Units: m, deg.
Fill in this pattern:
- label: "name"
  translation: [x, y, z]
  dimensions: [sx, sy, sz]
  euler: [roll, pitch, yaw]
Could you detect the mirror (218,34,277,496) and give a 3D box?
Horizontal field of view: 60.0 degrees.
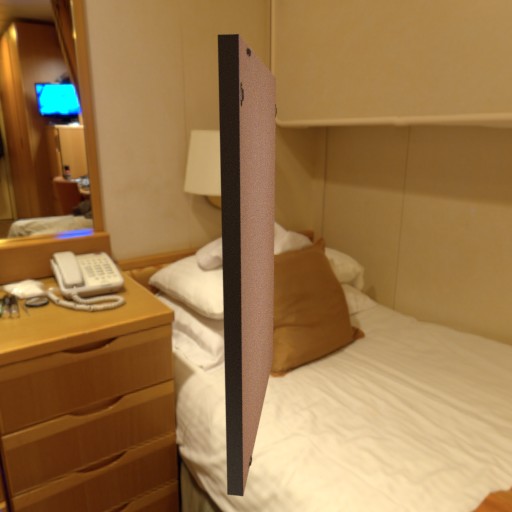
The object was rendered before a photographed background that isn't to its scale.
- label: "mirror"
  translation: [0.000, 0.000, 1.132]
  dimensions: [0.040, 0.915, 0.609]
  euler: [2, 16, 8]
